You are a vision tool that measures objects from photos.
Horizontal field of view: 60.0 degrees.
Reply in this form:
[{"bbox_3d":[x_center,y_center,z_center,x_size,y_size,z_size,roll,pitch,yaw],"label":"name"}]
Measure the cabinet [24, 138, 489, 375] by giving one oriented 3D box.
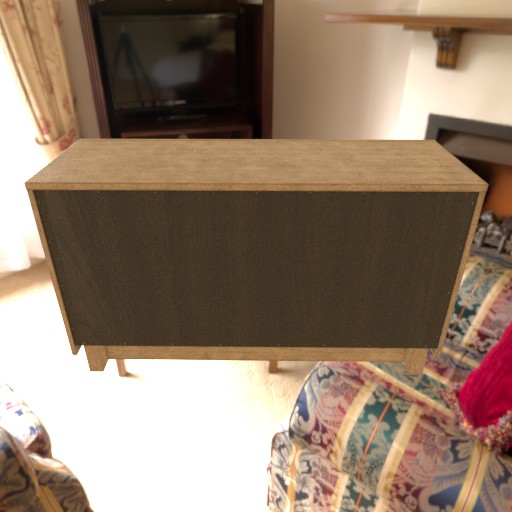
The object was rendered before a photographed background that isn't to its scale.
[{"bbox_3d":[0.000,0.000,1.819,1.460,0.825,0.511,0,30,1],"label":"cabinet"}]
